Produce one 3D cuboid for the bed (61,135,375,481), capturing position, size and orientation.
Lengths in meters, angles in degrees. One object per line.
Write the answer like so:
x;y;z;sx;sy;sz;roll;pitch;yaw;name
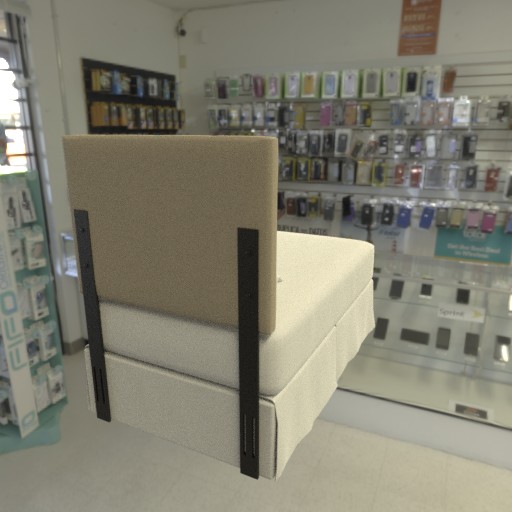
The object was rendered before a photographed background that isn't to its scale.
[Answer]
0.000;0.000;2.951;1.261;1.571;1.997;8;18;26;bed
